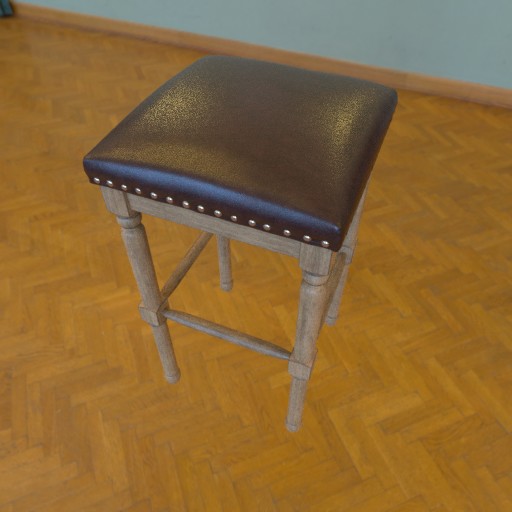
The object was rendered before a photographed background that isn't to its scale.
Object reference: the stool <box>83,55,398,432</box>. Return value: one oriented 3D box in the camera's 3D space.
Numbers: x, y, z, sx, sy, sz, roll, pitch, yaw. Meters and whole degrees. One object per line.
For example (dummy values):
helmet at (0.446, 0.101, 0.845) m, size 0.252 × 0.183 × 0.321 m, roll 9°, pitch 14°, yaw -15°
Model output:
stool at (0.000, 0.000, 0.909) m, size 0.382 × 0.702 × 0.383 m, roll 17°, pitch 49°, yaw 15°
